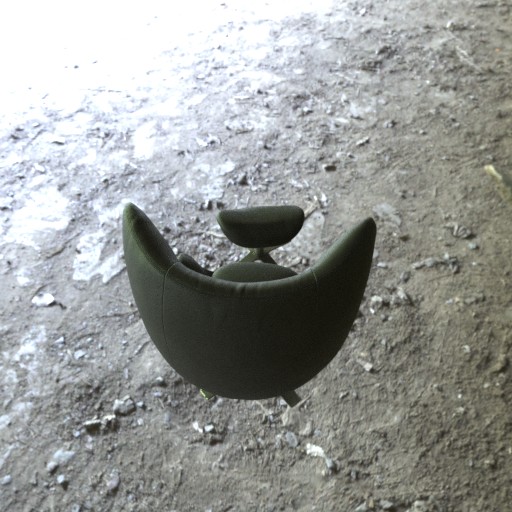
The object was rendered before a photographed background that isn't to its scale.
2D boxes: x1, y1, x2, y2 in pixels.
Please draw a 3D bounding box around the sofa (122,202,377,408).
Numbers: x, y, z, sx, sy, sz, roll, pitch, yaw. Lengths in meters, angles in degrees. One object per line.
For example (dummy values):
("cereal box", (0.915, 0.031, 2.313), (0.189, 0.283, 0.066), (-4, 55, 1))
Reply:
("sofa", (0.000, 0.000, 2.135), (0.894, 1.135, 1.444), (4, 47, 4))
